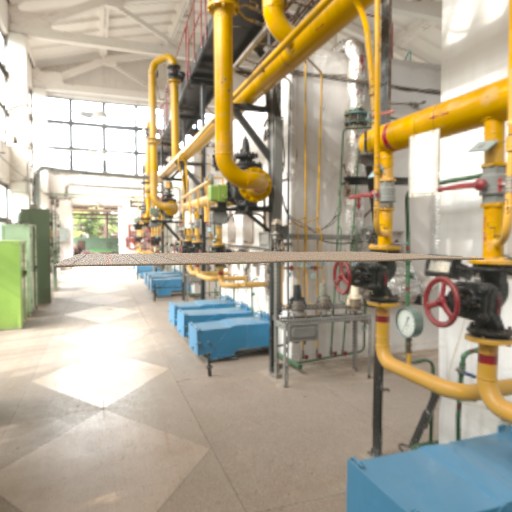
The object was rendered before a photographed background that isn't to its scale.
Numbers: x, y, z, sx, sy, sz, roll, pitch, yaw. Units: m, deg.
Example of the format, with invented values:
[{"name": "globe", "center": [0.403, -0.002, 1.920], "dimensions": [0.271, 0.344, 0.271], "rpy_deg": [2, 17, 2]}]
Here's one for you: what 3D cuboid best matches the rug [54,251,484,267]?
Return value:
[{"name": "rug", "center": [0.000, 0.000, 2.349], "dimensions": [1.829, 0.013, 1.220], "rpy_deg": [-1, 2, -18]}]
